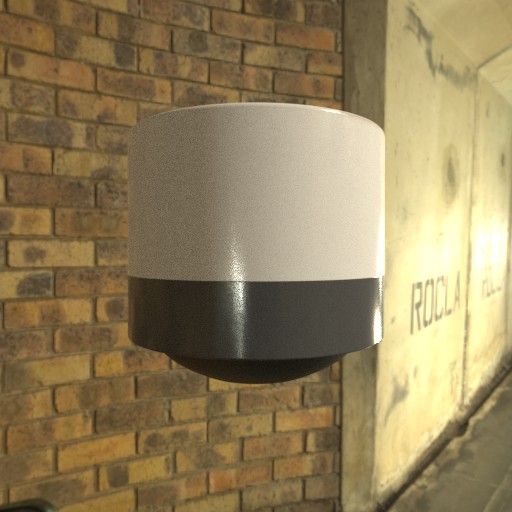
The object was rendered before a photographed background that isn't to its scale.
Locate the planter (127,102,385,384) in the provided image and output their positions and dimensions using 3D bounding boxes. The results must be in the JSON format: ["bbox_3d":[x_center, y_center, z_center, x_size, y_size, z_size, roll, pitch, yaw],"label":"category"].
[{"bbox_3d":[0.000,0.000,0.347,0.193,0.177,0.193,0,1,0],"label":"planter"}]
